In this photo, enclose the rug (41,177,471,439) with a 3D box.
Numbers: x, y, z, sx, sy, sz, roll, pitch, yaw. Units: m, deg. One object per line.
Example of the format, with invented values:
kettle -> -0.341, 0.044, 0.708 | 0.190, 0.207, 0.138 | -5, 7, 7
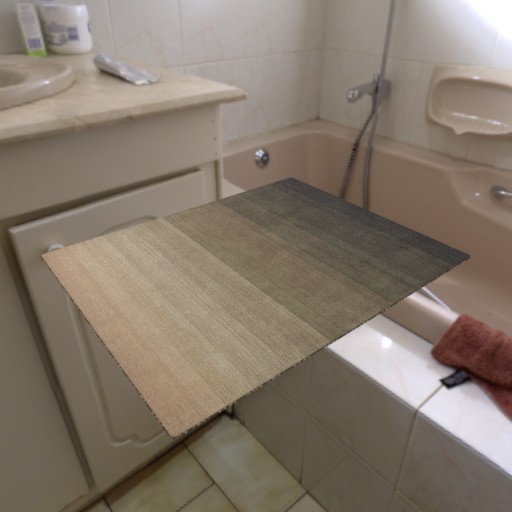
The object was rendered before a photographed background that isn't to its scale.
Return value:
rug -> 0.000, 0.000, 3.795 | 2.902, 0.017, 2.305 | -22, 38, -32
